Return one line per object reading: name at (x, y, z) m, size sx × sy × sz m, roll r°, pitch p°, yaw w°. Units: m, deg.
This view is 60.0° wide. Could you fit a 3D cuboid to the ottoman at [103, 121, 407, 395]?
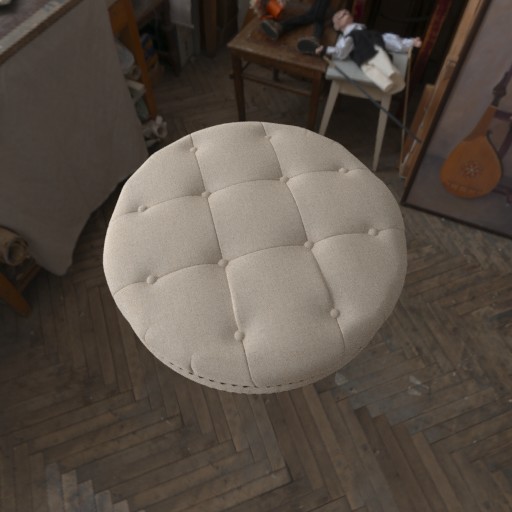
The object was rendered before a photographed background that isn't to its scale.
ottoman at (0.000, 0.000, 1.498) m, size 0.940 × 0.483 × 0.940 m, roll 0°, pitch 58°, yaw 0°
